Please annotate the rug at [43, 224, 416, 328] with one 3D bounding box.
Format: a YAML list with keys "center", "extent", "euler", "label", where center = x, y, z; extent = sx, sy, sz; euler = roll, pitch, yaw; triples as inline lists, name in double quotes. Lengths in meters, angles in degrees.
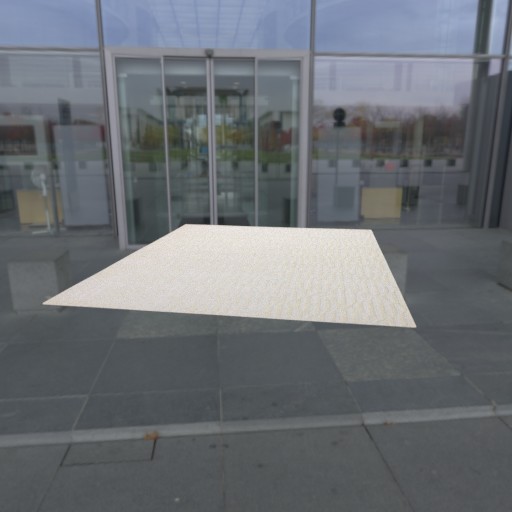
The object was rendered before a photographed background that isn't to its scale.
- center: [0.000, 0.000, 4.245]
  extent: [2.410, 0.021, 3.055]
  euler: [2, 14, 9]
  label: "rug"
